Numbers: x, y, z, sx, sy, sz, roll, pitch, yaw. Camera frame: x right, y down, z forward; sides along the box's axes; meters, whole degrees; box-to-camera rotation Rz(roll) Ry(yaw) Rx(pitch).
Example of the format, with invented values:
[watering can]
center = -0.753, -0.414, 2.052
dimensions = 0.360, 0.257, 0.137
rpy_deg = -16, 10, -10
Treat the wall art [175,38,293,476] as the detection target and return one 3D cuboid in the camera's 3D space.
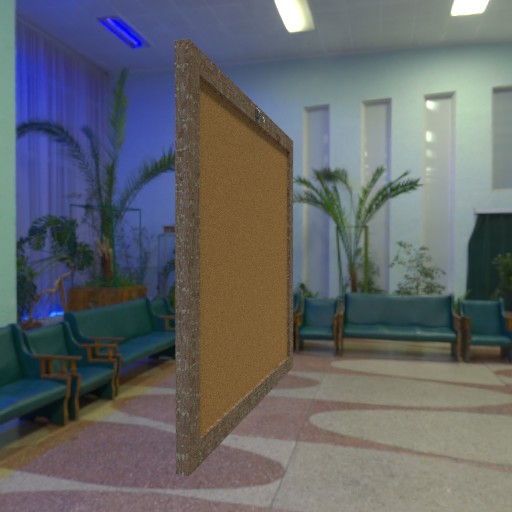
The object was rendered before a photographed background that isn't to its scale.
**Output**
[wall art]
center = 0.000, 0.000, 0.565
dimensions = 0.022, 0.380, 0.380
rpy_deg = 0, 1, 19
